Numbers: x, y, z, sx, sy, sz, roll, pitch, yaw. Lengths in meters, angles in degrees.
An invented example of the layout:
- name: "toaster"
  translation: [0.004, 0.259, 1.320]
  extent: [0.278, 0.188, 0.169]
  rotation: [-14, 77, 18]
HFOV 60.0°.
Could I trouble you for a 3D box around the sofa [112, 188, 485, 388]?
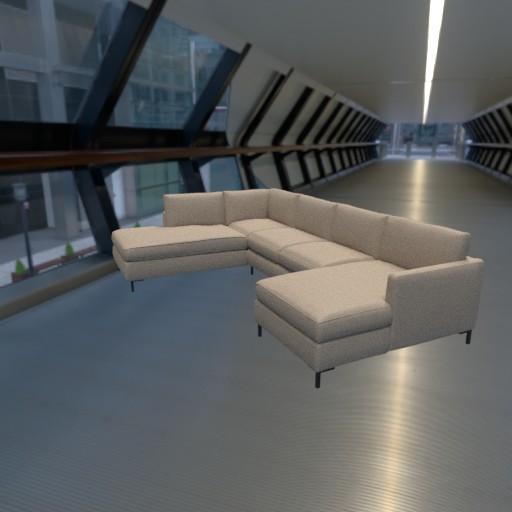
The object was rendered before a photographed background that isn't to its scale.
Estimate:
- name: "sofa"
  translation: [0.000, 0.000, 3.560]
  extent: [1.879, 0.756, 2.737]
  rotation: [-7, 17, -25]
